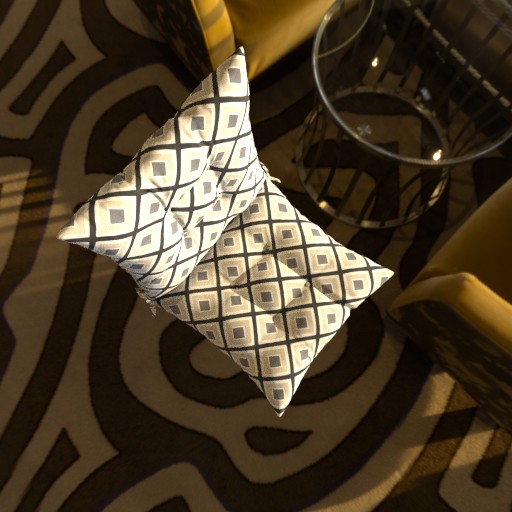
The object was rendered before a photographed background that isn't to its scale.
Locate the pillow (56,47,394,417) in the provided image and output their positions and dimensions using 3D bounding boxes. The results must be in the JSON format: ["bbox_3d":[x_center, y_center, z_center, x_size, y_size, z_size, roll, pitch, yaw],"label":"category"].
[{"bbox_3d":[0.000,0.000,1.031,0.585,0.536,0.541,39,79,9],"label":"pillow"}]
